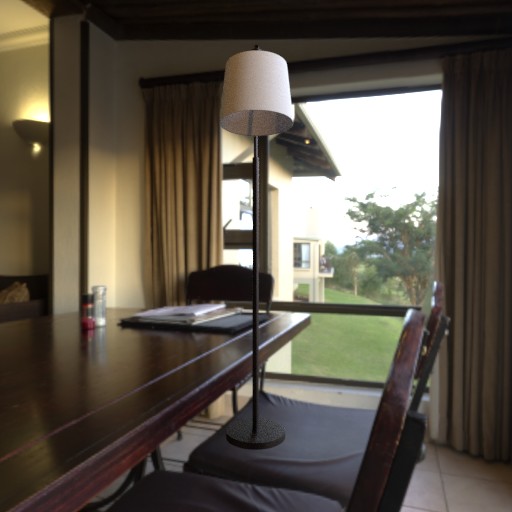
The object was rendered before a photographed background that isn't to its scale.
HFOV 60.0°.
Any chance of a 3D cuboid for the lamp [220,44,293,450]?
[{"bbox_3d":[0.000,0.000,1.669,0.254,1.478,0.508,0,1,-1],"label":"lamp"}]
